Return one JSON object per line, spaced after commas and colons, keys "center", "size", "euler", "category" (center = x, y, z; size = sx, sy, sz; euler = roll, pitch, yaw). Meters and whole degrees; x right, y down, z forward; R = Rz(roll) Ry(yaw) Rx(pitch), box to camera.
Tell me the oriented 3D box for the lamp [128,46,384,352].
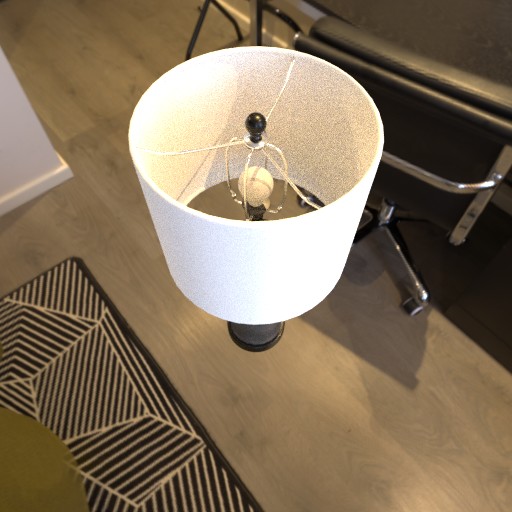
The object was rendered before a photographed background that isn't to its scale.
{"center": [0.000, 0.000, 0.793], "size": [0.305, 0.634, 0.305], "euler": [17, 60, 10], "category": "lamp"}
